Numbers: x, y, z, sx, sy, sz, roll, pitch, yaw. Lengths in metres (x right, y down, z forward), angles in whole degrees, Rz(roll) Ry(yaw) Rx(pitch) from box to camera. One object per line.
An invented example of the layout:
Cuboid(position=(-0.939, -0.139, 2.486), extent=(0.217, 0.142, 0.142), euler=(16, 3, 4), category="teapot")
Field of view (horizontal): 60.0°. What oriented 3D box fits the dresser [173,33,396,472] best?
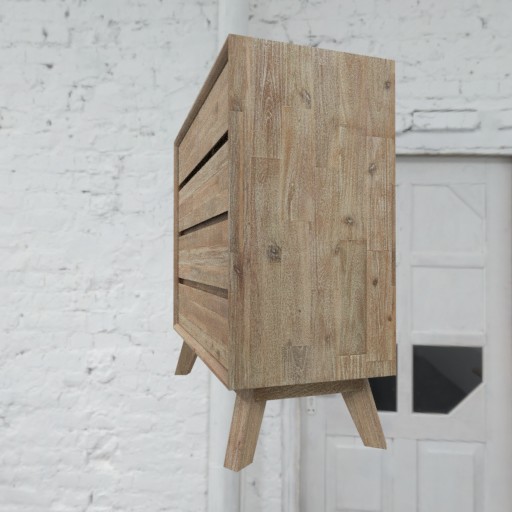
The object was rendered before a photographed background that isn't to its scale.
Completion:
Cuboid(position=(0.000, 0.000, 1.574), extent=(0.455, 1.029, 0.998), euler=(0, -1, -18), category="dresser")
